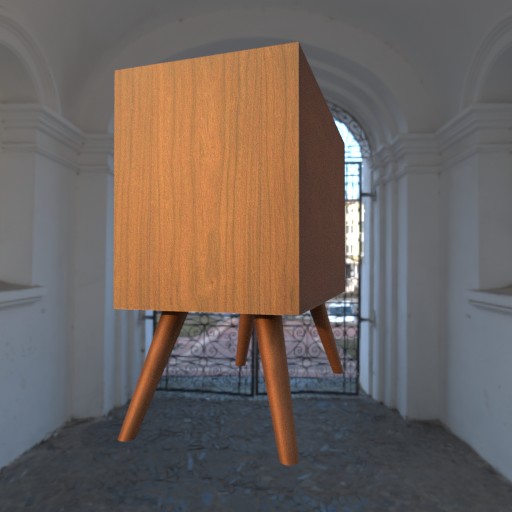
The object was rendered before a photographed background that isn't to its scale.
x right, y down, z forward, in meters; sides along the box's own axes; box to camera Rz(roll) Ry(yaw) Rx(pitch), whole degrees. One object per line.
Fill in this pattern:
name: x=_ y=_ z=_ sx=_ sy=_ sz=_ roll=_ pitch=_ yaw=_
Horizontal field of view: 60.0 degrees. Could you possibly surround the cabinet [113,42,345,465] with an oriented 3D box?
cabinet: x=0.000 y=0.000 z=1.177 sx=0.388 sy=0.748 sz=0.712 roll=0 pitch=-1 yaw=18
